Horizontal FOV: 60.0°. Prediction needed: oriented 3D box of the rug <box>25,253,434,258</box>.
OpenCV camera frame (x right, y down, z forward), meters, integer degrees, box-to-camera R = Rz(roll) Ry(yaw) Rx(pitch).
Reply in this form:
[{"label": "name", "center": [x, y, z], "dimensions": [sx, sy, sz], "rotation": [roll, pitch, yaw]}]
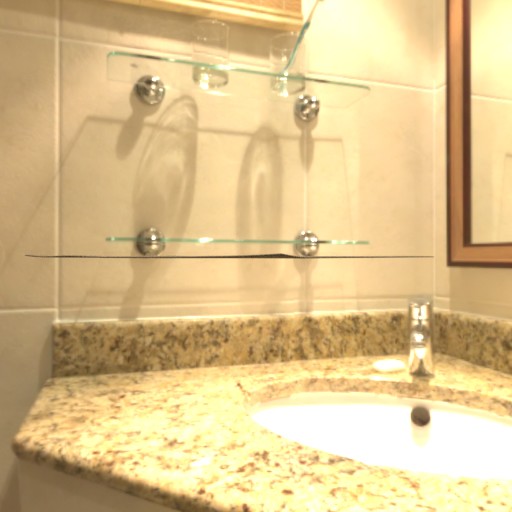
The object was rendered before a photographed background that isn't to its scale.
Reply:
[{"label": "rug", "center": [0.000, 0.000, 3.957], "dimensions": [2.343, 0.026, 2.925], "rotation": [0, 0, 35]}]
